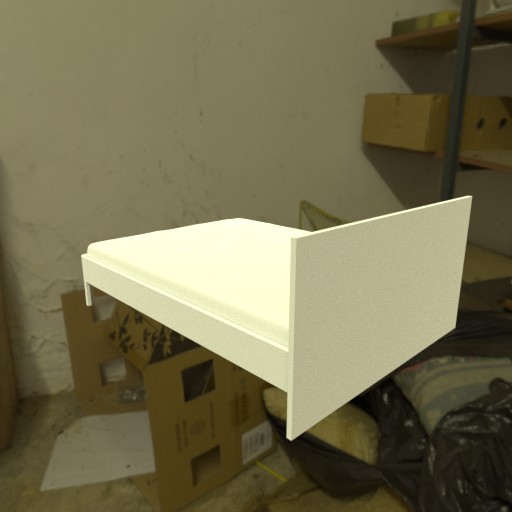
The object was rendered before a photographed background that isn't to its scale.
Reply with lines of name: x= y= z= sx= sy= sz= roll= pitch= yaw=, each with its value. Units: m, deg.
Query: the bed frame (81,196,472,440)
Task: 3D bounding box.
bed frame: x=0.000 y=0.000 z=2.774 sx=1.490 sy=0.800 sz=1.950 roll=-14 pitch=21 yaw=-42
